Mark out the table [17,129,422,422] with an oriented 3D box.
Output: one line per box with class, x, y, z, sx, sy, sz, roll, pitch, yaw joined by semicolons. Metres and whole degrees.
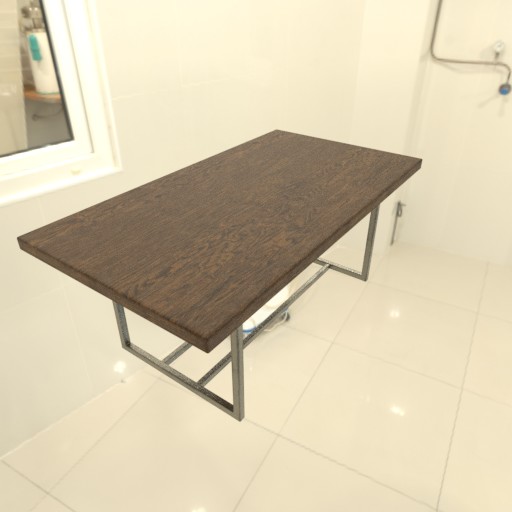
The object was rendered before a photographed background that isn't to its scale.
table;0.000;0.000;2.508;1.078;0.795;1.989;21;38;30
